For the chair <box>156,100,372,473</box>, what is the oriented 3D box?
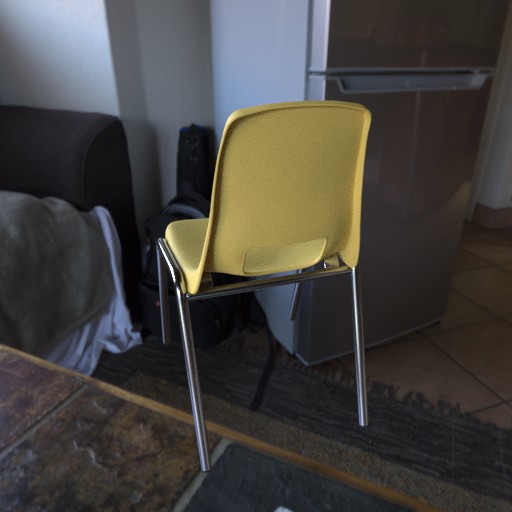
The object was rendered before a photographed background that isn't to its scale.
[{"bbox_3d":[0.000,0.000,0.917,0.381,0.653,0.436,-8,27,-17],"label":"chair"}]
